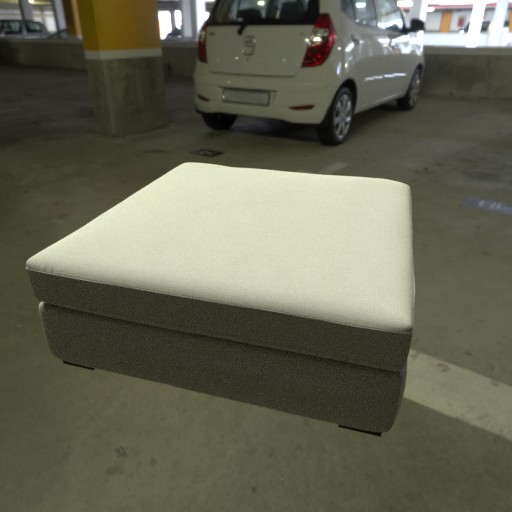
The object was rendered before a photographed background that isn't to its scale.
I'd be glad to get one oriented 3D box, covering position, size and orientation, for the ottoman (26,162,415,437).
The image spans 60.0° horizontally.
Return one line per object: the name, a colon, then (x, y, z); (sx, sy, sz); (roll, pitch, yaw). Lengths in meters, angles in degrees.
ottoman: (0.000, 0.000, 1.752); (1.167, 0.482, 1.163); (8, 28, 15)
